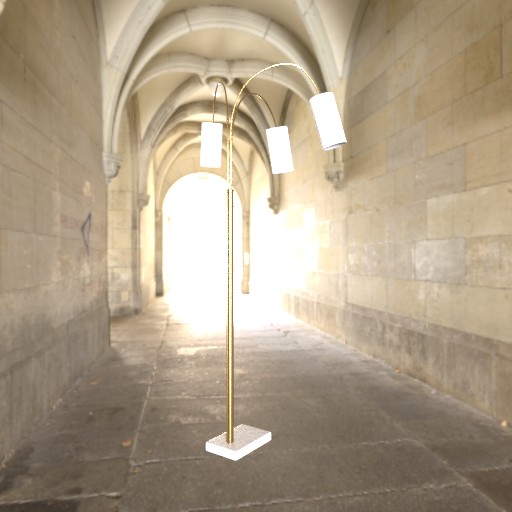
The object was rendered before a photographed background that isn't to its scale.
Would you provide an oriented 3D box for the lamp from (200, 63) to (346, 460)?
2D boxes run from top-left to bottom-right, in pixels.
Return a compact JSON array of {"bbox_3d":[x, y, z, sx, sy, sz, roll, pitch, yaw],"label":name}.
[{"bbox_3d":[0.000,0.000,2.562,1.020,2.055,0.667,0,0,36],"label":"lamp"}]
